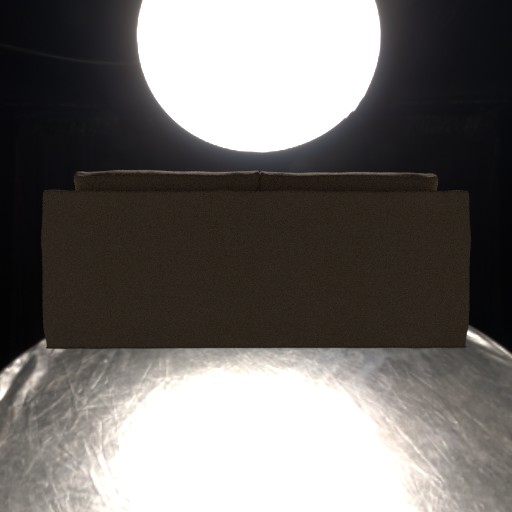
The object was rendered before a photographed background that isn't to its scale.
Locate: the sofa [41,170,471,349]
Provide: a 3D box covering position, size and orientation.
[{"bbox_3d":[0.000,0.000,2.477,1.987,0.847,0.956,0,0,-1],"label":"sofa"}]
